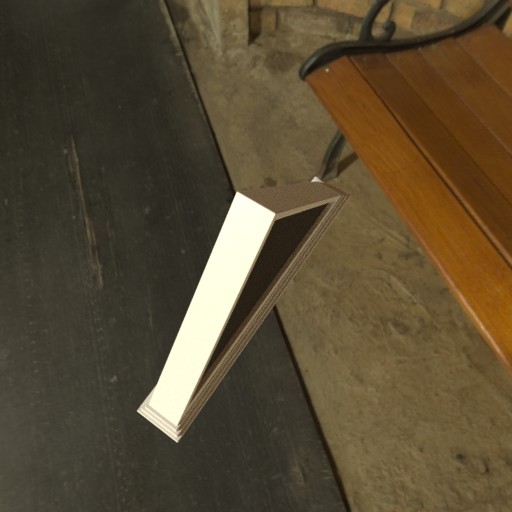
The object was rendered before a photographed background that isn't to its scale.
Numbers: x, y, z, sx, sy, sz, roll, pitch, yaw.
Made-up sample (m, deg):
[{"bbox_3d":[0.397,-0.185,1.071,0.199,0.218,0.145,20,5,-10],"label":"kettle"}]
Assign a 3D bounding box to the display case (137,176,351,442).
[{"bbox_3d":[0.000,0.000,0.774,0.095,0.340,0.640,31,68,14],"label":"display case"}]
